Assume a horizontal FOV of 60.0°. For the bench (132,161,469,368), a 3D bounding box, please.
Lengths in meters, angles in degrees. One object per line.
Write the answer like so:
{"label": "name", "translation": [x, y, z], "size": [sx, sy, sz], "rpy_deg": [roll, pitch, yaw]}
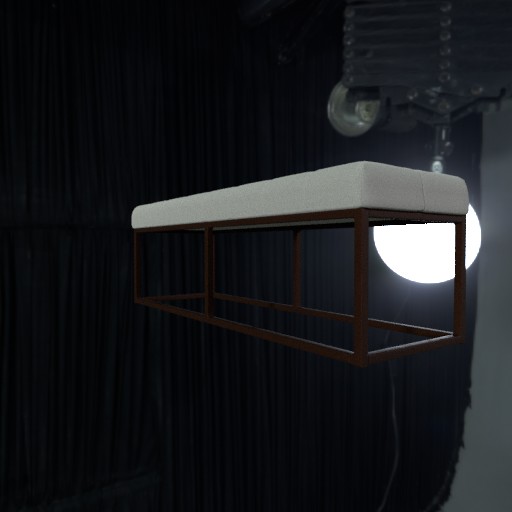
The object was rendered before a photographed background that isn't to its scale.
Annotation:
{"label": "bench", "translation": [0.000, 0.000, 1.744], "size": [0.479, 0.488, 1.488], "rpy_deg": [-1, 1, -36]}
